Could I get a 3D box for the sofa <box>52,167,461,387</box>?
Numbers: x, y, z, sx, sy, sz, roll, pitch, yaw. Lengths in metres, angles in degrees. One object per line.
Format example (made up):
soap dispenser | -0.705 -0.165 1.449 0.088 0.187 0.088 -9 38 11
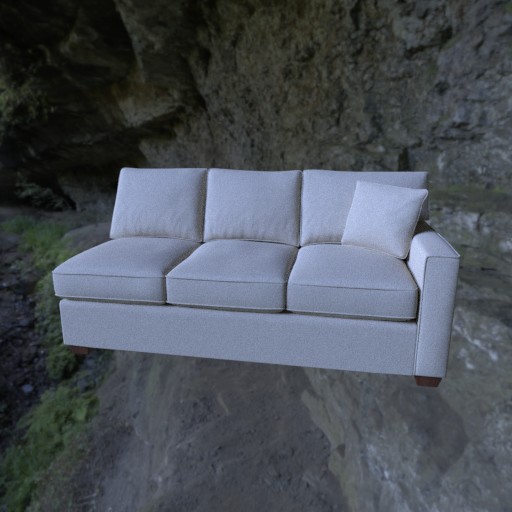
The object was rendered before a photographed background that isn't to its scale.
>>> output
sofa | 0.000 0.000 2.549 1.963 0.946 1.034 3 15 10
